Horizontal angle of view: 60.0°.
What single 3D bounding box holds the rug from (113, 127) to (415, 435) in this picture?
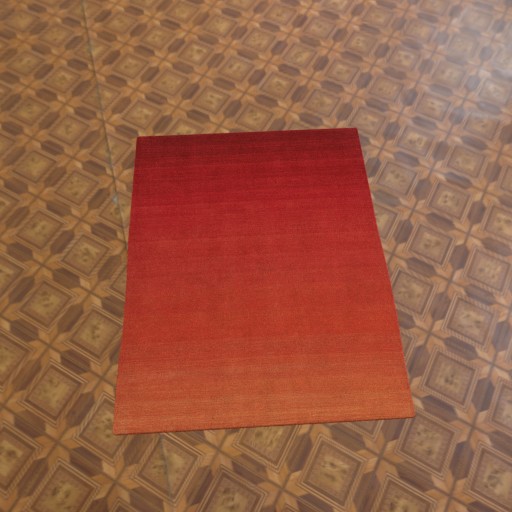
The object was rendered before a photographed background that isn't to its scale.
[{"bbox_3d":[0.000,0.000,4.018,2.340,0.028,2.905,-3,64,-1],"label":"rug"}]
